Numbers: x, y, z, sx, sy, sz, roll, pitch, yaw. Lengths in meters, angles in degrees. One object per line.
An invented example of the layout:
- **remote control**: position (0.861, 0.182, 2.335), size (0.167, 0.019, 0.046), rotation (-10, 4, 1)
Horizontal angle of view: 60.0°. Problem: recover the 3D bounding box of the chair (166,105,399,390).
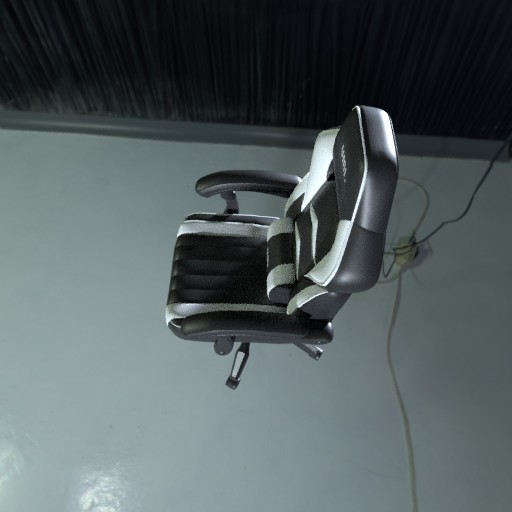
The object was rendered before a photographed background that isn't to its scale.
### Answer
- **chair**: position (0.000, 0.000, 1.595), size (0.700, 1.200, 0.676), rotation (1, 60, 0)
